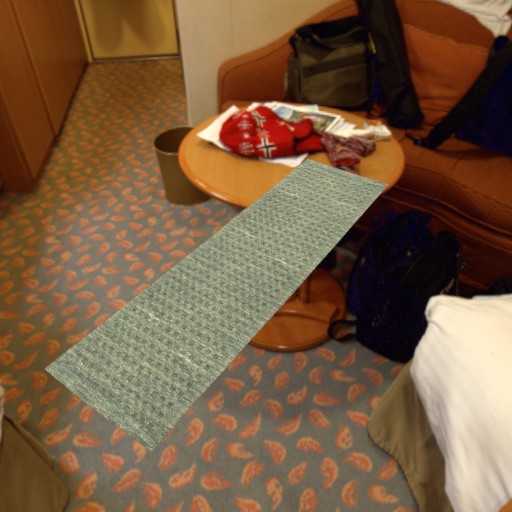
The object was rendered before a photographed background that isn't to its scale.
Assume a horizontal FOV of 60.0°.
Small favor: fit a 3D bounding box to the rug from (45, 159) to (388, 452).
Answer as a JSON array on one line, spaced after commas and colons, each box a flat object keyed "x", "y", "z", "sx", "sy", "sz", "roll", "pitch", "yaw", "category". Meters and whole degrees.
[{"x": 0.000, "y": 0.000, "z": 2.659, "sx": 0.688, "sy": 0.008, "sz": 2.443, "roll": 24, "pitch": 46, "yaw": 26, "category": "rug"}]
